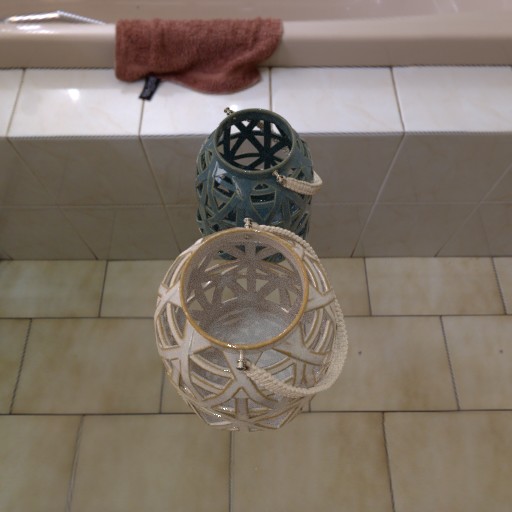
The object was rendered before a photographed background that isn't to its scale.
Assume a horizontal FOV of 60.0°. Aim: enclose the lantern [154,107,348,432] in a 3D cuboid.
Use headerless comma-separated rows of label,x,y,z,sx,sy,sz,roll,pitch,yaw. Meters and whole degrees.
lantern,0.000,0.000,0.609,0.245,0.307,0.439,2,64,1
